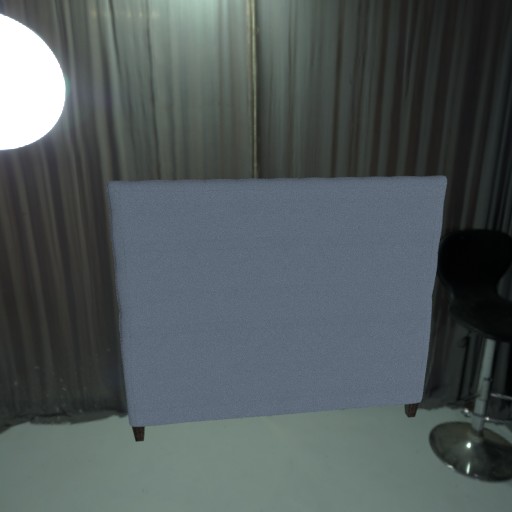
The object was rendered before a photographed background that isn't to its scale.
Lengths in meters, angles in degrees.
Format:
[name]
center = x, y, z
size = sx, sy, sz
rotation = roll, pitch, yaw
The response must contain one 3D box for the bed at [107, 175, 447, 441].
[bed]
center = 0.000, 0.000, 3.375
size = 1.698, 1.427, 2.231
rotation = -2, 17, -7
